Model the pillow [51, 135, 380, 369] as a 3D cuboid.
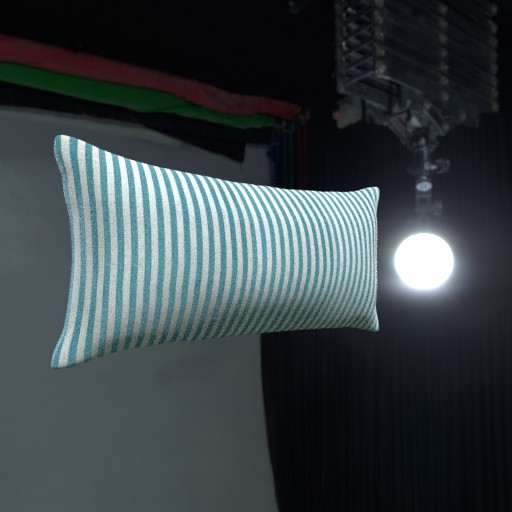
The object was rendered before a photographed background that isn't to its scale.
[{"bbox_3d":[0.000,0.000,0.727,0.617,0.295,0.151,2,-3,-35],"label":"pillow"}]
